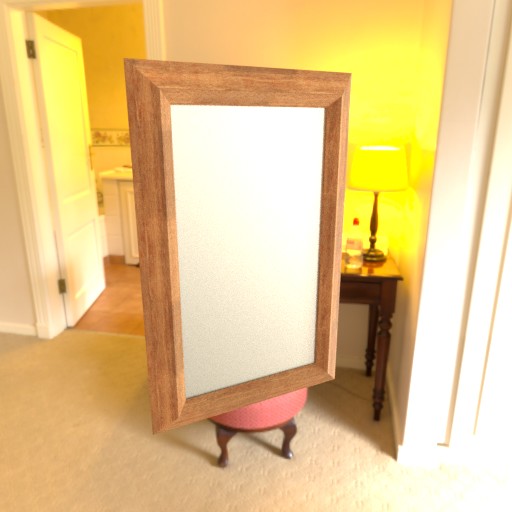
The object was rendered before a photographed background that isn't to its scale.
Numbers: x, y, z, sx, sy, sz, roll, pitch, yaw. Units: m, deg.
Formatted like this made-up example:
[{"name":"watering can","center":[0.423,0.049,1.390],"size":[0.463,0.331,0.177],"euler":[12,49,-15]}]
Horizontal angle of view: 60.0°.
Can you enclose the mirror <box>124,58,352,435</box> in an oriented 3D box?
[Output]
[{"name":"mirror","center":[0.000,0.000,1.269],"size":[0.651,1.010,0.047],"euler":[-8,18,-26]}]
